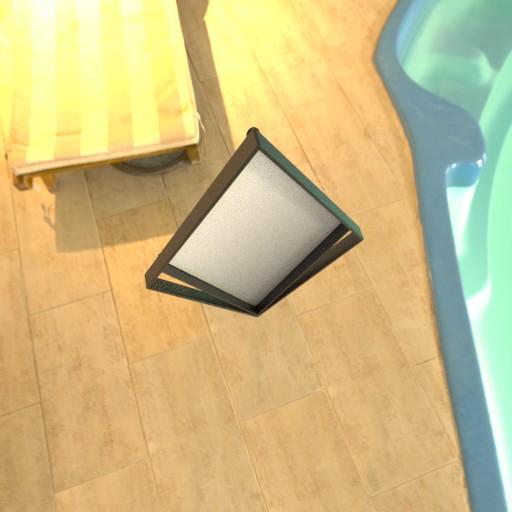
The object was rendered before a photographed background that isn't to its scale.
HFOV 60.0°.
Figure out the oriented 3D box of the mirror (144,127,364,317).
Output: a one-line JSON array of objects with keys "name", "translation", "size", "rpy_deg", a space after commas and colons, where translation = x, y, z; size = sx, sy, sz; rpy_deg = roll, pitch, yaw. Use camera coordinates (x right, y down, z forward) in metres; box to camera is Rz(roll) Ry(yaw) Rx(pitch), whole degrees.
[{"name": "mirror", "translation": [0.000, 0.000, 0.835], "size": [0.419, 0.679, 0.032], "rpy_deg": [-13, 66, -6]}]
